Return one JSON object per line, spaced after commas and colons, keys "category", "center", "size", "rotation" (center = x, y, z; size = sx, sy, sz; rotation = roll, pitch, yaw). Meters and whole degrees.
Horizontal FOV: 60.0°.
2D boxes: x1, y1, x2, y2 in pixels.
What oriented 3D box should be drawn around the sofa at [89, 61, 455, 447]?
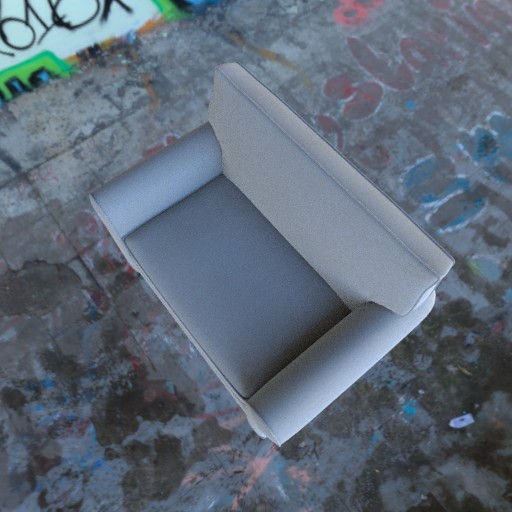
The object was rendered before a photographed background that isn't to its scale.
{"category": "sofa", "center": [0.000, 0.000, 2.074], "size": [0.937, 1.006, 1.405], "rotation": [-36, 70, -15]}
